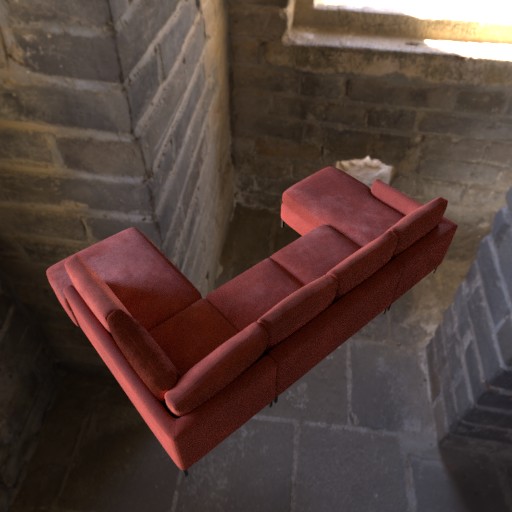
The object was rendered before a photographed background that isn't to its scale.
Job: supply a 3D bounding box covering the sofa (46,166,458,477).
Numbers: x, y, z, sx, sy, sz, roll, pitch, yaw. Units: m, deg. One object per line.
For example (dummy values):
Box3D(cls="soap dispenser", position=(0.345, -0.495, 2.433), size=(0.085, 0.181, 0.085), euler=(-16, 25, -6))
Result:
Box3D(cls="sofa", position=(0.000, 0.000, 3.834), size=(2.971, 0.858, 1.981), euler=(-31, 53, -27))
